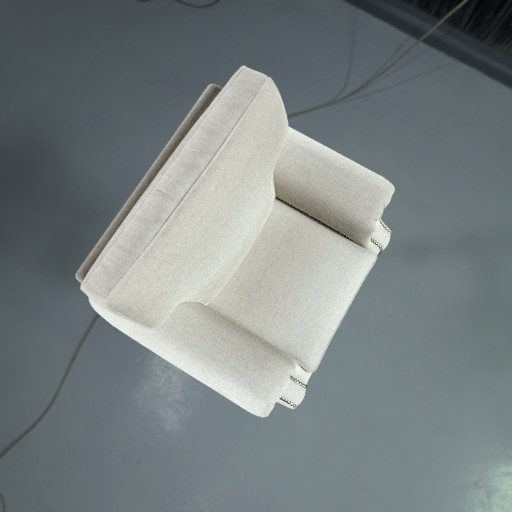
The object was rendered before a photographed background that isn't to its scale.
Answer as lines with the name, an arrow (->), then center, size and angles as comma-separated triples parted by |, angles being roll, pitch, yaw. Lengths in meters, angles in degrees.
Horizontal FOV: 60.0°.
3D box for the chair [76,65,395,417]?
chair -> 0.000, 0.000, 1.884 | 0.965, 0.961, 1.092 | 30, 78, 7
